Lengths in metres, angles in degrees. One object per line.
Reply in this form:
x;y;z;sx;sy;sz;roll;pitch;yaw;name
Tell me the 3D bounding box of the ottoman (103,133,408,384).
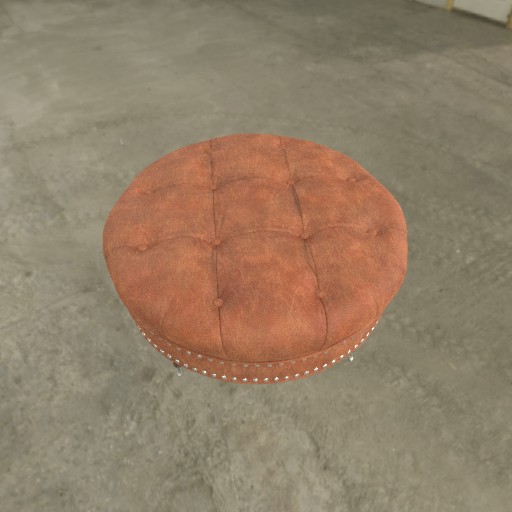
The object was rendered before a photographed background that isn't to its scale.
0.000;0.000;1.417;0.901;0.444;0.901;0;45;0;ottoman
